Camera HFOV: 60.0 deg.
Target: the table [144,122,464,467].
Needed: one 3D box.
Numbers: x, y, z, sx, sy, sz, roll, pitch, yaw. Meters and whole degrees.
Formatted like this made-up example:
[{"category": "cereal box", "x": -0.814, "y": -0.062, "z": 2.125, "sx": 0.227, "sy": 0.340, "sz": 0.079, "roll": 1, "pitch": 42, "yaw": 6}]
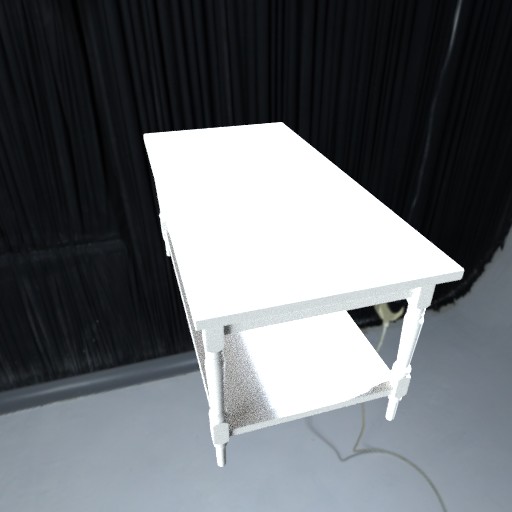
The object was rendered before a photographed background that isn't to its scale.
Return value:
[{"category": "table", "x": 0.000, "y": 0.000, "z": 1.412, "sx": 0.550, "sy": 0.510, "sz": 1.107, "roll": -9, "pitch": 33, "yaw": -14}]
